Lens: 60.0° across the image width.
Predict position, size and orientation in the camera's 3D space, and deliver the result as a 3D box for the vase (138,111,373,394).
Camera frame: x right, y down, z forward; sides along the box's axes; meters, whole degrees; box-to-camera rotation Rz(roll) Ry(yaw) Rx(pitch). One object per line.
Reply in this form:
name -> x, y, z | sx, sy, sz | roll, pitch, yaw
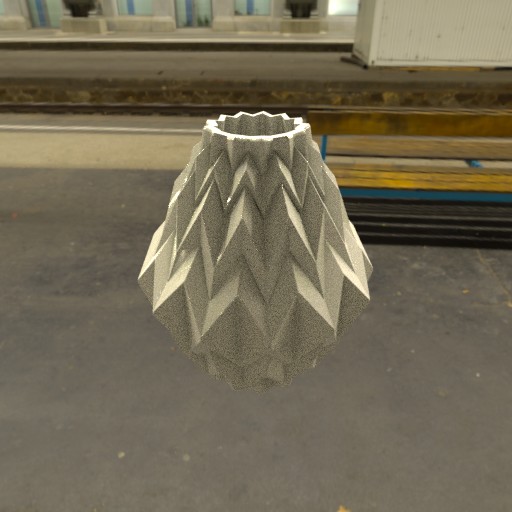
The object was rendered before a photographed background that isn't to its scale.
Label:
vase -> 0.000, 0.000, 0.312 | 0.164, 0.185, 0.164 | 0, 31, 0
